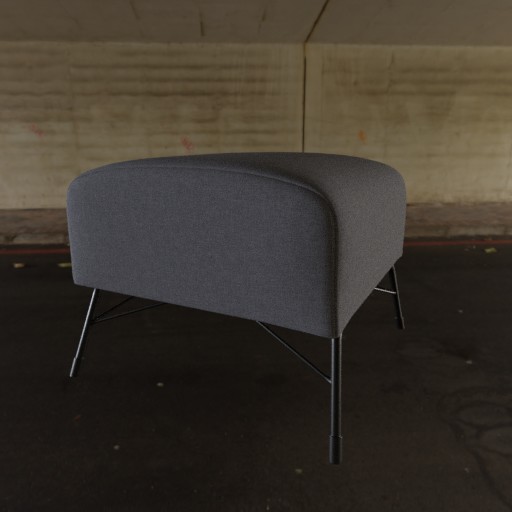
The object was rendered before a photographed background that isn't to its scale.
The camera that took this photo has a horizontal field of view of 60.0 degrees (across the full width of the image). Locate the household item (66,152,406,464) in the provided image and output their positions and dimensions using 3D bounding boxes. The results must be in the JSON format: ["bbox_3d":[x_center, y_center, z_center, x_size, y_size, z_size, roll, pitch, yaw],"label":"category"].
[{"bbox_3d":[0.000,0.000,0.900,0.530,0.410,0.530,7,16,26],"label":"household item"}]
